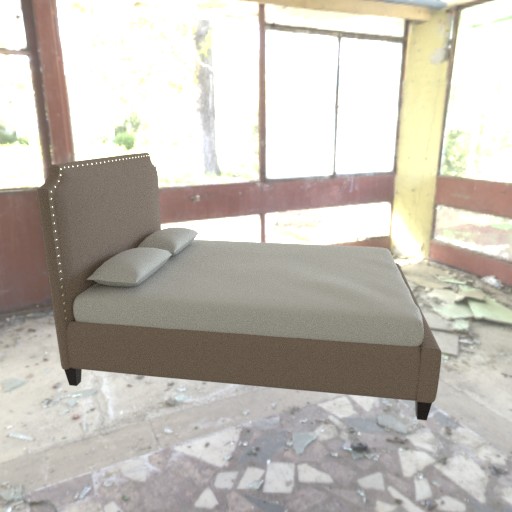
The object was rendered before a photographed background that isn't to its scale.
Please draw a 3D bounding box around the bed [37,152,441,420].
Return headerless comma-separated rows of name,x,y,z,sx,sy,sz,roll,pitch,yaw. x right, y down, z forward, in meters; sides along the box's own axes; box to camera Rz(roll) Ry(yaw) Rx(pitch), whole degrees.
bed,0.000,0.000,3.354,2.372,1.443,1.713,3,16,9
